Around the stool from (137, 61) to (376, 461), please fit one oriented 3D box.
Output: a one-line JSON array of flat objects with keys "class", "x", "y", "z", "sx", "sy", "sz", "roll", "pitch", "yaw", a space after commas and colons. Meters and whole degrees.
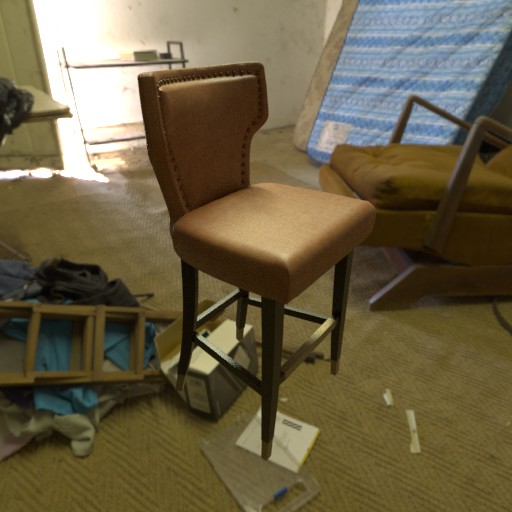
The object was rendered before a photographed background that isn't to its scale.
[{"class": "stool", "x": 0.000, "y": 0.000, "z": 1.400, "sx": 0.563, "sy": 1.092, "sz": 0.526, "roll": 19, "pitch": 33, "yaw": 31}]
